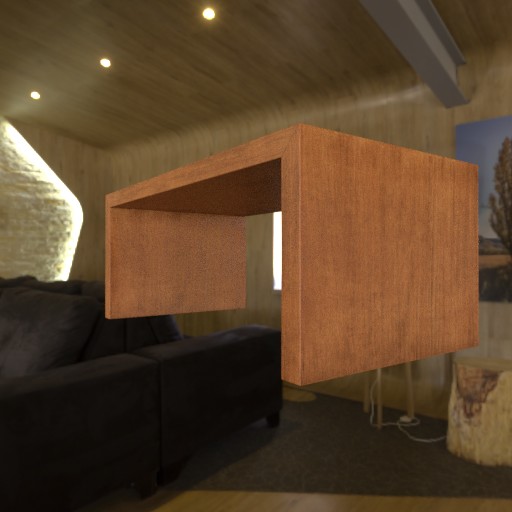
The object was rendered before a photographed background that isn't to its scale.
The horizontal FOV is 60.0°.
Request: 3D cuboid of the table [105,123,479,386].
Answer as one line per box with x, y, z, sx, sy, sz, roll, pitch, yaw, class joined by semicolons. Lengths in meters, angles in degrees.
0.000;0.000;1.269;0.549;0.419;1.000;0;0;-36;table
